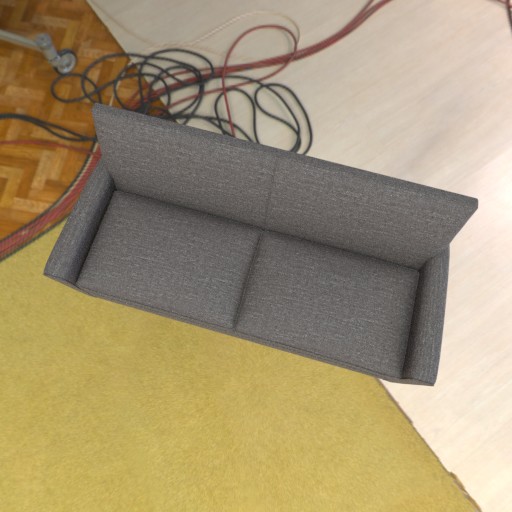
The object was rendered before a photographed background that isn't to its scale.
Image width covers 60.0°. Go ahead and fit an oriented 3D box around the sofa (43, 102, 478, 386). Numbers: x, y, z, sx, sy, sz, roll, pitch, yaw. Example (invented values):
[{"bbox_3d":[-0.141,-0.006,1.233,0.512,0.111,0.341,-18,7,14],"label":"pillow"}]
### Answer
[{"bbox_3d":[0.000,0.000,2.402,1.976,0.846,0.875,15,75,4],"label":"sofa"}]
